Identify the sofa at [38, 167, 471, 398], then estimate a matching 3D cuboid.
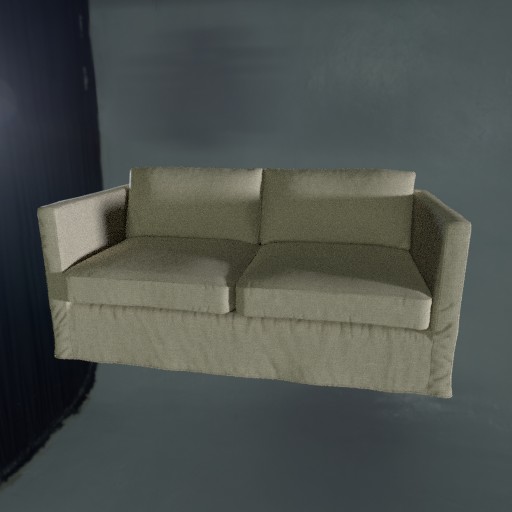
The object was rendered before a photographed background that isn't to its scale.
[{"bbox_3d":[0.000,0.000,2.220,1.766,0.828,0.956,3,16,10],"label":"sofa"}]
